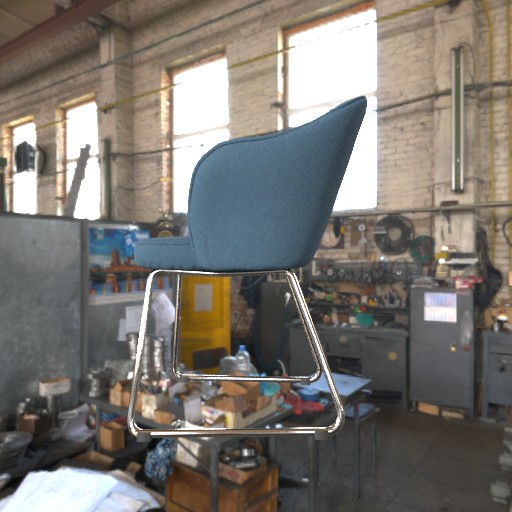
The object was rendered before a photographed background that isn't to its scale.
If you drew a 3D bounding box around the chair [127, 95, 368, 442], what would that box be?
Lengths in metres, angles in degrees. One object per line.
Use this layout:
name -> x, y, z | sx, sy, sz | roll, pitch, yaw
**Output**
chair -> 0.000, 0.000, 1.208 | 0.585, 0.815, 0.570 | 0, 0, 2
